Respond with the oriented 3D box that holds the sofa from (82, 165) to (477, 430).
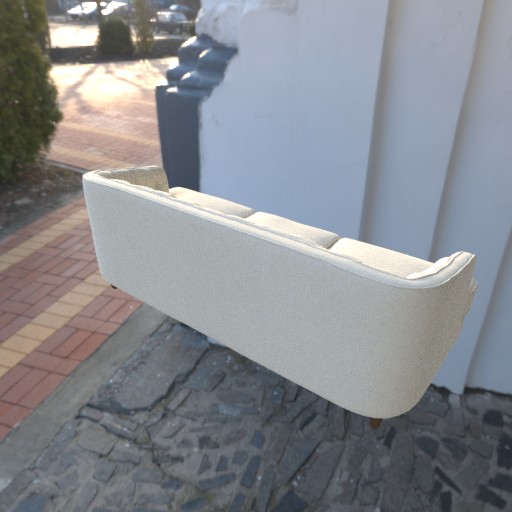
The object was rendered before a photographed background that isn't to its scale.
[{"bbox_3d":[0.000,0.000,2.627,2.278,0.855,0.941,21,35,32],"label":"sofa"}]
